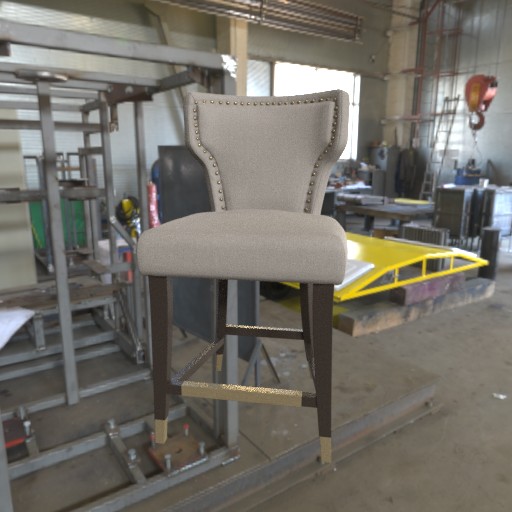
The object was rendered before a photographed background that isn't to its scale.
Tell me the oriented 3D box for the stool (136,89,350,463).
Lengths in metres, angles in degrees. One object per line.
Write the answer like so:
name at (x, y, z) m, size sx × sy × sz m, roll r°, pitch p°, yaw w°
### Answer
stool at (0.000, 0.000, 1.333) m, size 0.527 × 0.982 × 0.563 m, roll 2°, pitch 13°, yaw 10°
